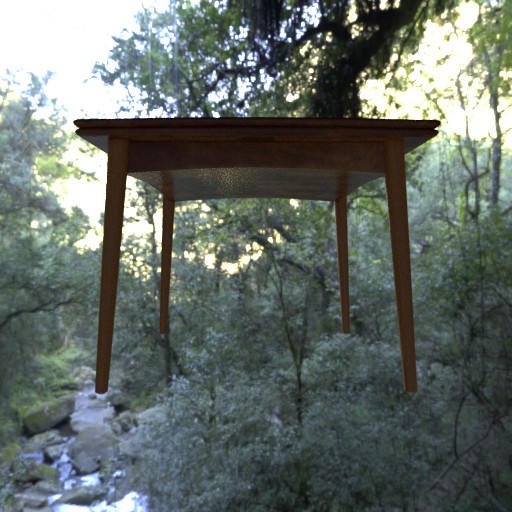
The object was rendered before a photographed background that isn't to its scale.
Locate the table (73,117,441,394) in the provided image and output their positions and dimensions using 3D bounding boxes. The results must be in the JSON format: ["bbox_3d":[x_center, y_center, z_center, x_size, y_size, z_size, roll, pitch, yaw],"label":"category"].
[{"bbox_3d":[0.000,0.000,1.661,0.991,0.754,0.991,0,1,0],"label":"table"}]
